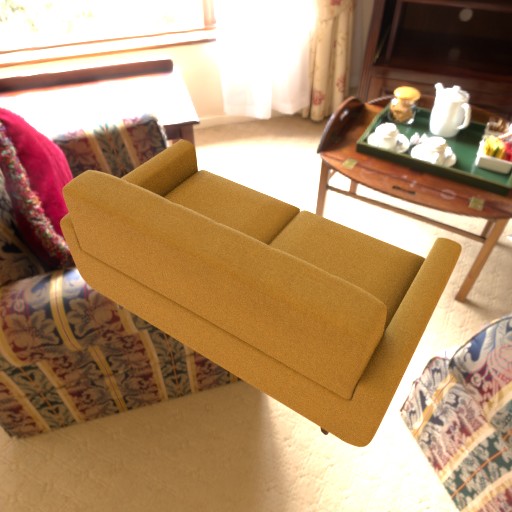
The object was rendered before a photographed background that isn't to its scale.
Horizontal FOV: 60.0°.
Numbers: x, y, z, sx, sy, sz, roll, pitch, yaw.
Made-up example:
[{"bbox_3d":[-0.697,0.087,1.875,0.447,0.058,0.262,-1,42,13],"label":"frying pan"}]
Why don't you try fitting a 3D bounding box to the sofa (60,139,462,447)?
[{"bbox_3d":[0.000,0.000,2.121,1.631,0.841,0.909,25,50,23],"label":"sofa"}]
